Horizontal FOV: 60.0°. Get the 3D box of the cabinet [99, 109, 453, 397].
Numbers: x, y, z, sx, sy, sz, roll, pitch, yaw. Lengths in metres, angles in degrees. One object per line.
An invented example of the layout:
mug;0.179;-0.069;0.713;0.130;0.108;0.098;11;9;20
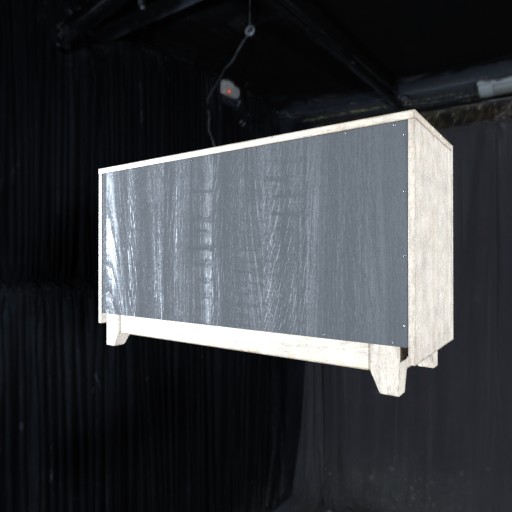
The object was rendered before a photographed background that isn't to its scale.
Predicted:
cabinet;0.000;0.000;1.881;1.460;0.825;0.511;0;0;35
